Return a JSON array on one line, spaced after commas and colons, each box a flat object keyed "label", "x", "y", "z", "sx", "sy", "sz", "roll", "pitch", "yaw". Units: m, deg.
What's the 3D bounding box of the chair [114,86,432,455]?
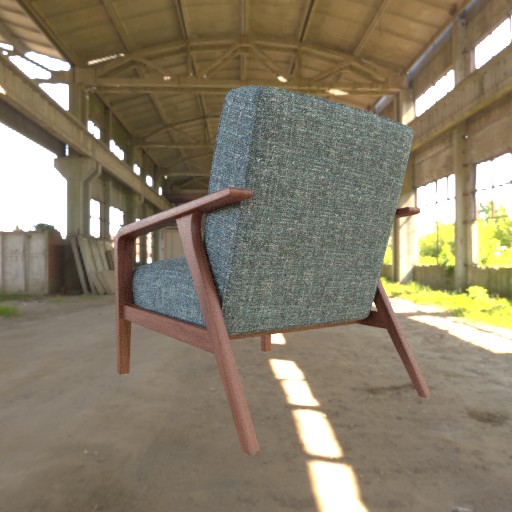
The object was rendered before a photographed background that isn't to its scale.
[{"label": "chair", "x": 0.000, "y": 0.000, "z": 1.514, "sx": 0.719, "sy": 0.864, "sz": 0.889, "roll": 0, "pitch": 0, "yaw": -36}]
